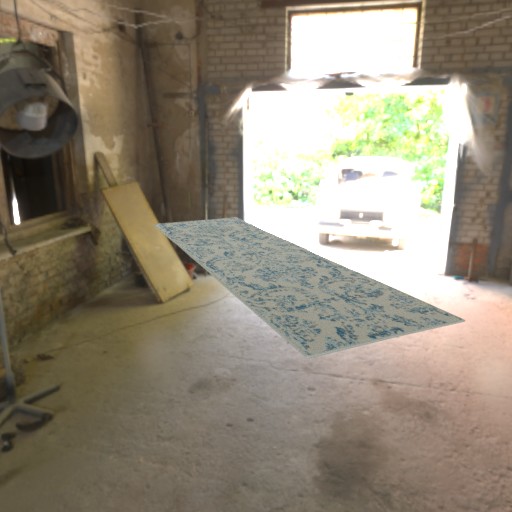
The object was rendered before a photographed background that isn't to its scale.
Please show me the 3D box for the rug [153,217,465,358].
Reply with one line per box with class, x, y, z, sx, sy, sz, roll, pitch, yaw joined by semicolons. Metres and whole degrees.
rug;0.000;0.000;2.427;0.662;0.011;2.196;-7;17;-24
